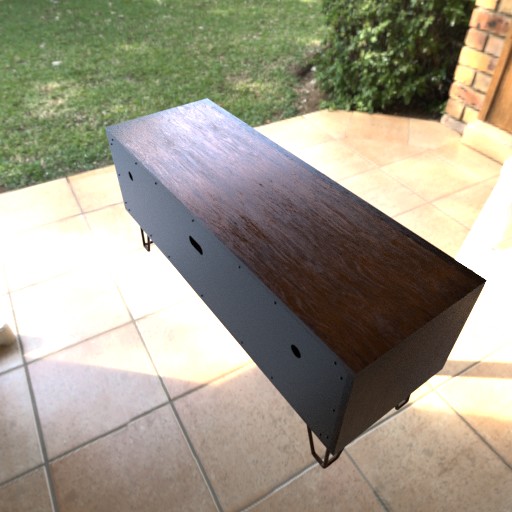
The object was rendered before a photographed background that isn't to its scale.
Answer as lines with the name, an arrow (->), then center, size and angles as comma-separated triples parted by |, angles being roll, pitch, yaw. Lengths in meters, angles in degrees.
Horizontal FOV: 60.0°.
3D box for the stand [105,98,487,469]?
stand -> 0.000, 0.000, 1.643 | 0.481, 0.610, 1.372 | -26, 49, -26
